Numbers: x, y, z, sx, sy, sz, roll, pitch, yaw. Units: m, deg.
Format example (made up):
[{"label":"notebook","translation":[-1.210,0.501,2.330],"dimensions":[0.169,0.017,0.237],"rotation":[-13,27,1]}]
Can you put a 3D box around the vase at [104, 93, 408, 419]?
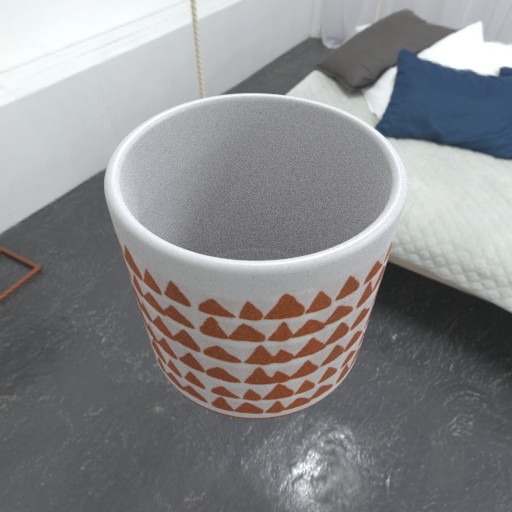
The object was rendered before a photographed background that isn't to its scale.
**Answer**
[{"label":"vase","translation":[0.000,0.000,0.249],"dimensions":[0.137,0.127,0.137],"rotation":[0,46,0]}]
